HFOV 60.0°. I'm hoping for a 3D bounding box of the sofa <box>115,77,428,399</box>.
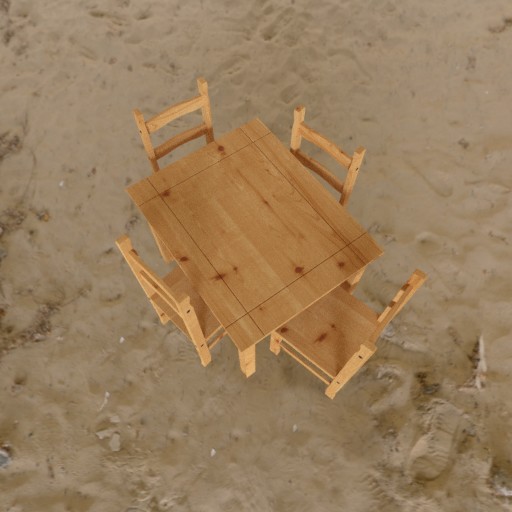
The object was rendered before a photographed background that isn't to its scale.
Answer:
[{"bbox_3d":[0.000,0.000,2.294,1.144,1.000,1.529,-33,68,-15],"label":"sofa"}]
